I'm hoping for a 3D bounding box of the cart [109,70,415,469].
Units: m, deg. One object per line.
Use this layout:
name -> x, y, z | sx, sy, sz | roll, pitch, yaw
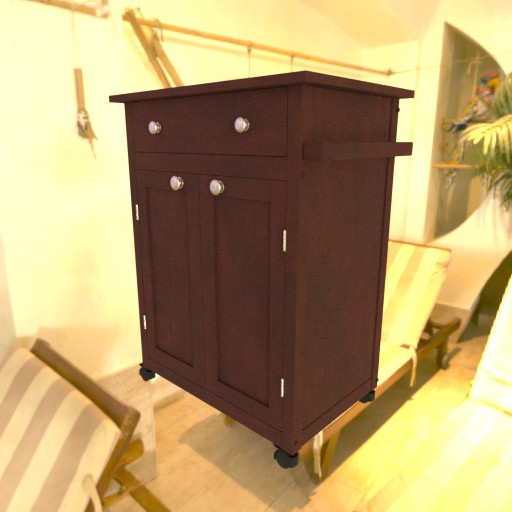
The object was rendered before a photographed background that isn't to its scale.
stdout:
cart -> 0.000, 0.000, 1.245 | 0.683, 0.864, 0.442 | 13, 20, 41
